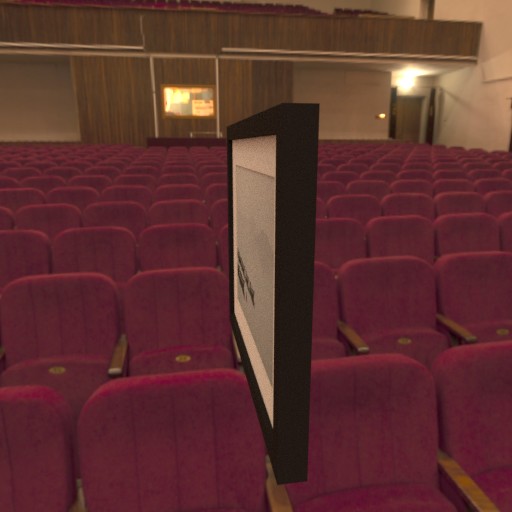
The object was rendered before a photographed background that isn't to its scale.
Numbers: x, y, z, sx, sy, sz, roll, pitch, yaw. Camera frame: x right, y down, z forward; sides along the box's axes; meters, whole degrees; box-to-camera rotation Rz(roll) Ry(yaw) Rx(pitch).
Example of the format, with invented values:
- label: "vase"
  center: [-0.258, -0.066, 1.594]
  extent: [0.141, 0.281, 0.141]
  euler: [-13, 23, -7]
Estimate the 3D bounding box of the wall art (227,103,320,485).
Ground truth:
- label: "wall art"
  center: [0.000, 0.000, 0.550]
  extent: [0.028, 0.325, 0.397]
  euler: [-2, 14, -9]
